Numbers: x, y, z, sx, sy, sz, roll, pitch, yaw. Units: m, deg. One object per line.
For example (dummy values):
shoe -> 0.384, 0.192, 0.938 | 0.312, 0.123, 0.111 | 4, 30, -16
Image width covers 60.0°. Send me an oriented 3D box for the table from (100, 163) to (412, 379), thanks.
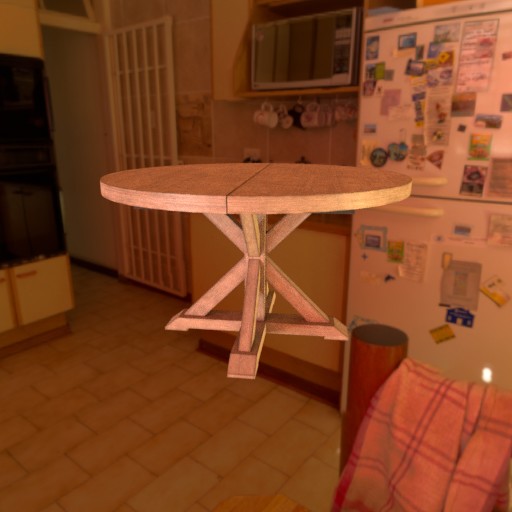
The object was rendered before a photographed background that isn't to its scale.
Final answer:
table -> 0.000, 0.000, 2.145 | 1.363, 0.781, 1.363 | 0, 16, 0
